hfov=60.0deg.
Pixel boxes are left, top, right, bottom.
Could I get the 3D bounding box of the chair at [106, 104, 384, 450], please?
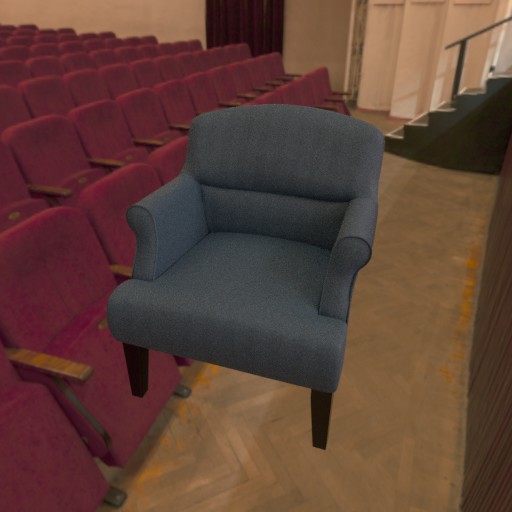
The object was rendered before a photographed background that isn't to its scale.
[{"bbox_3d":[0.000,0.000,1.512,0.770,0.878,0.754,9,30,17],"label":"chair"}]
